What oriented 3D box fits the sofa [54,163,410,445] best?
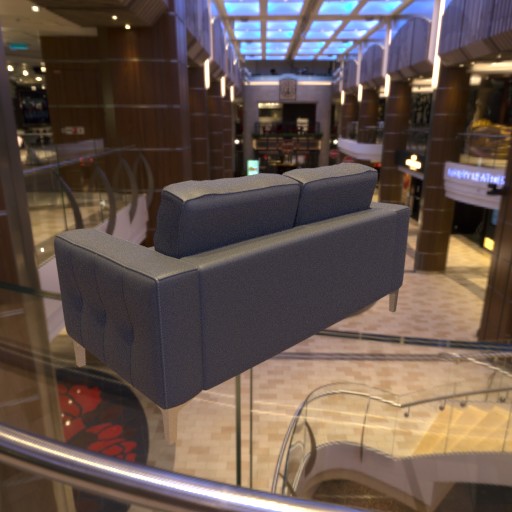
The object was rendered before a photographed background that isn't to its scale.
[{"bbox_3d":[0.000,0.000,2.272,0.833,0.893,1.726,16,24,42],"label":"sofa"}]
